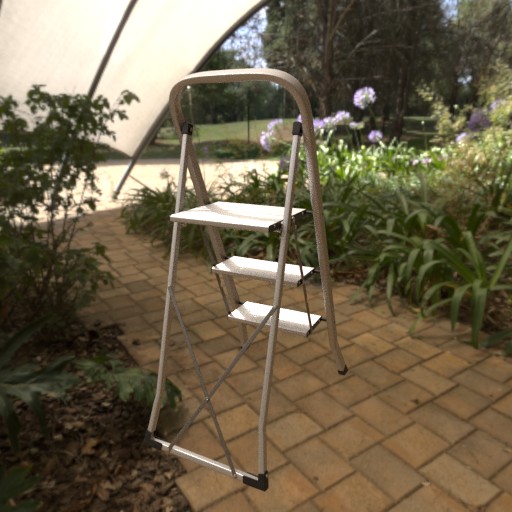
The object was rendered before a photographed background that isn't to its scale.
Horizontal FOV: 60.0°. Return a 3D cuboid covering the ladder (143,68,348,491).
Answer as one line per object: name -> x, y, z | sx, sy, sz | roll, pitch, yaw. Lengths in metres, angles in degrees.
ladder -> 0.000, 0.000, 1.409 | 0.465, 1.070, 0.704 | 8, 18, 26
